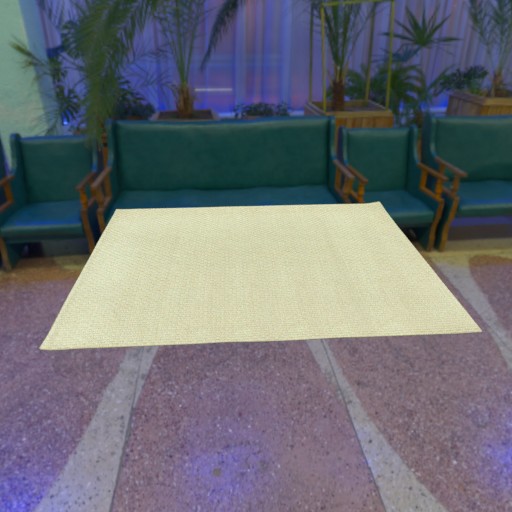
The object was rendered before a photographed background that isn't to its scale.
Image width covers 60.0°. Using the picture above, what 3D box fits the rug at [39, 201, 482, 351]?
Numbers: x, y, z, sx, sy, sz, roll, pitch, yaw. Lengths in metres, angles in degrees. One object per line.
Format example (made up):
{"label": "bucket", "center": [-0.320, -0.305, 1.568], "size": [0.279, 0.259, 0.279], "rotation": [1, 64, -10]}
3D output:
{"label": "rug", "center": [0.000, 0.000, 3.867], "size": [2.897, 0.035, 2.277], "rotation": [-2, 29, -3]}
